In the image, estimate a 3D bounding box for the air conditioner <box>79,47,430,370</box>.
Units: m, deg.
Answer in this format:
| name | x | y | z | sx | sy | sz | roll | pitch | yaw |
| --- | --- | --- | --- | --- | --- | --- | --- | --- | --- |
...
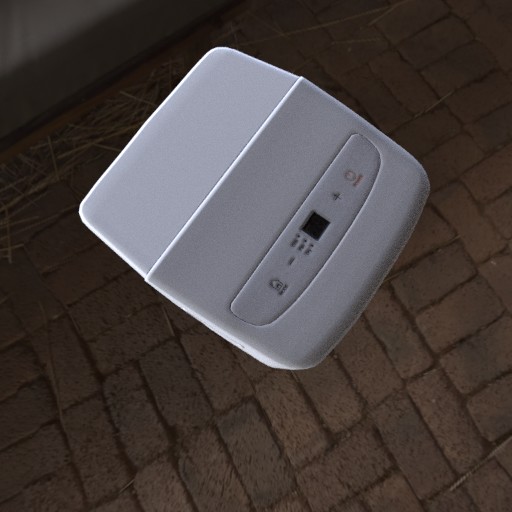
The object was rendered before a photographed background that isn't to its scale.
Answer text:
| name | x | y | z | sx | sy | sz | roll | pitch | yaw |
| --- | --- | --- | --- | --- | --- | --- | --- | --- | --- |
| air conditioner | 0.000 | 0.000 | 0.786 | 0.349 | 0.606 | 0.304 | 34 | 78 | 8 |
